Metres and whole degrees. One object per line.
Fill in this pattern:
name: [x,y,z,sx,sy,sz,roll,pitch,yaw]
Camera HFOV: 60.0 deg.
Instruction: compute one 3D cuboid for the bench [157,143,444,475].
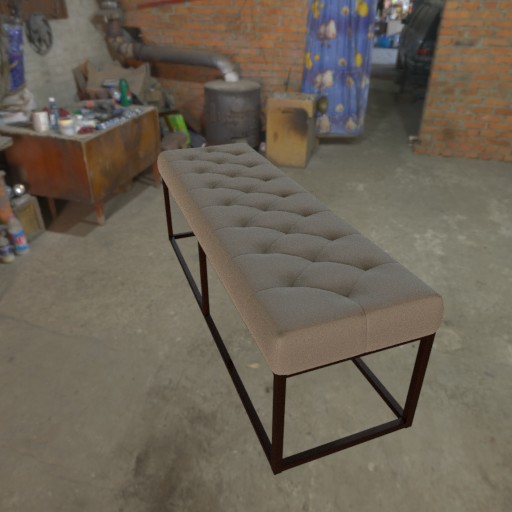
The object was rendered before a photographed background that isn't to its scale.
bench: [0.000,0.000,1.733,0.479,0.488,1.488,-11,32,-18]
